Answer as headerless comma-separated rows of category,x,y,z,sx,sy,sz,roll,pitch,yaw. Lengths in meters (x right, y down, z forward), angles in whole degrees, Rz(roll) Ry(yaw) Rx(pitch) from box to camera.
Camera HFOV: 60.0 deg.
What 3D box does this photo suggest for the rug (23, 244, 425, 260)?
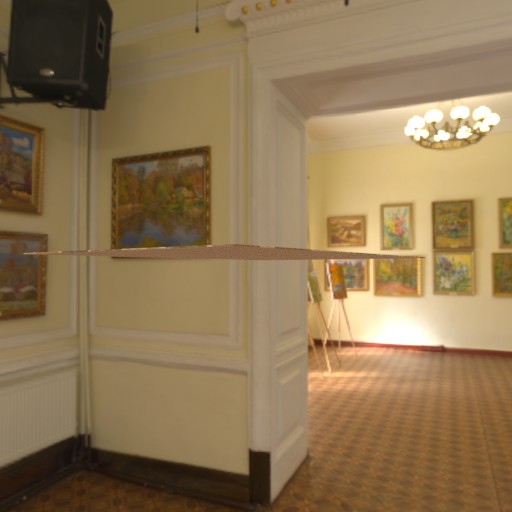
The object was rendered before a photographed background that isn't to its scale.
rug,0.000,0.000,2.923,1.521,0.006,2.284,-1,-2,37
